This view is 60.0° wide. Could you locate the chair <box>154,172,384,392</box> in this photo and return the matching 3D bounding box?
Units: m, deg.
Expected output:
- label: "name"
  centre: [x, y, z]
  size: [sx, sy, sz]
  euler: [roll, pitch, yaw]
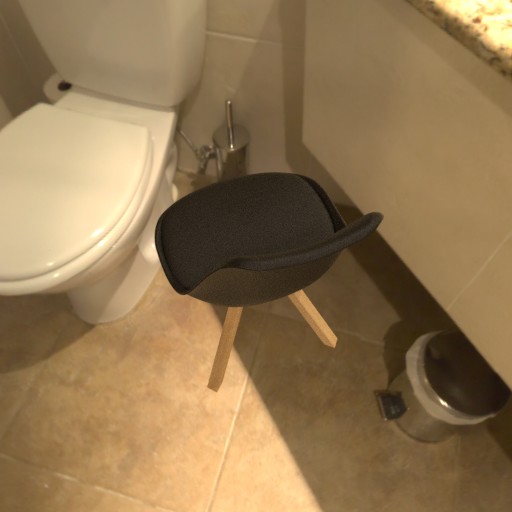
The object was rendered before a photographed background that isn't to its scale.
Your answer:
- label: "chair"
  centre: [0.000, 0.000, 1.181]
  size: [0.485, 0.850, 0.549]
  euler: [-18, 60, -11]
